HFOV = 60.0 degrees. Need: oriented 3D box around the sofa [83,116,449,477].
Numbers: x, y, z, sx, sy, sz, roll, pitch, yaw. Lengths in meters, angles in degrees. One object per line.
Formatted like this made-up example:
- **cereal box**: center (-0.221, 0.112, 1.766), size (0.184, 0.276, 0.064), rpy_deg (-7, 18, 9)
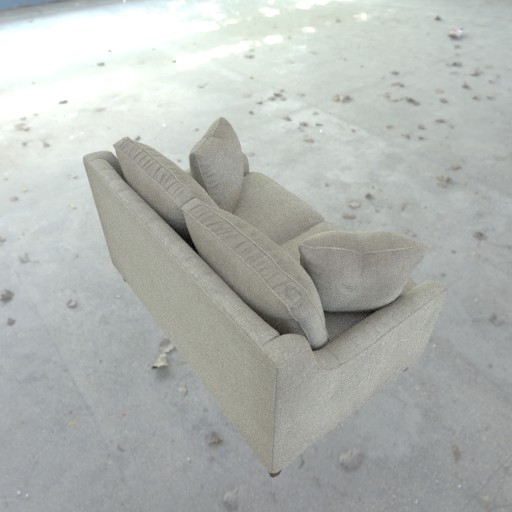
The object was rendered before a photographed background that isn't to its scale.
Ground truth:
- **sofa**: center (0.000, 0.000, 1.993), size (0.915, 0.863, 1.422), rpy_deg (-26, 47, -27)
